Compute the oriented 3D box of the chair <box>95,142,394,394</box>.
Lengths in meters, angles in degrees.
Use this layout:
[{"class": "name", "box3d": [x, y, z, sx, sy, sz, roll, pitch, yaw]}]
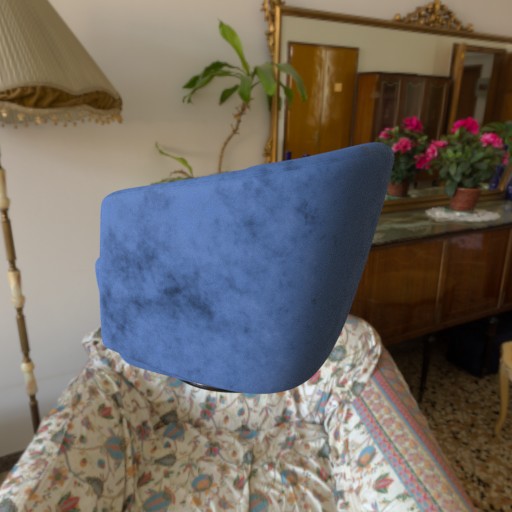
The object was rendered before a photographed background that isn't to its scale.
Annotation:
[{"class": "chair", "box3d": [0.000, 0.000, 1.386, 0.767, 0.698, 0.773, 8, 18, 25]}]
